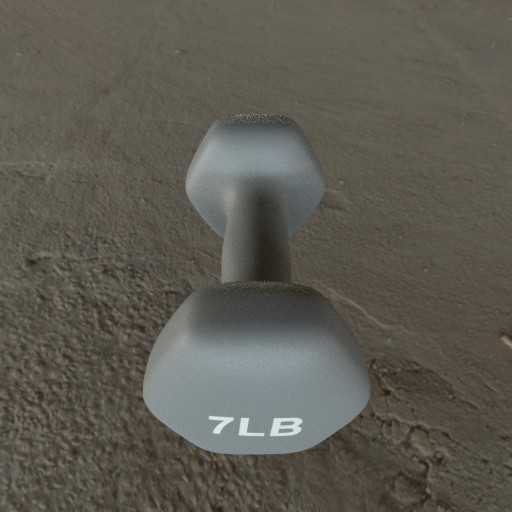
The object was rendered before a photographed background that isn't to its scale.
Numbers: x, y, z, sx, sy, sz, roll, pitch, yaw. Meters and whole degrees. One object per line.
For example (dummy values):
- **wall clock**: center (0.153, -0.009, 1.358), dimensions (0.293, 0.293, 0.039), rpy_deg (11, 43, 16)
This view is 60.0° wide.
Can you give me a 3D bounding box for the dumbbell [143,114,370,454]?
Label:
- **dumbbell**: center (0.000, 0.000, 0.228), dimensions (0.090, 0.081, 0.184), rpy_deg (0, 42, 0)
